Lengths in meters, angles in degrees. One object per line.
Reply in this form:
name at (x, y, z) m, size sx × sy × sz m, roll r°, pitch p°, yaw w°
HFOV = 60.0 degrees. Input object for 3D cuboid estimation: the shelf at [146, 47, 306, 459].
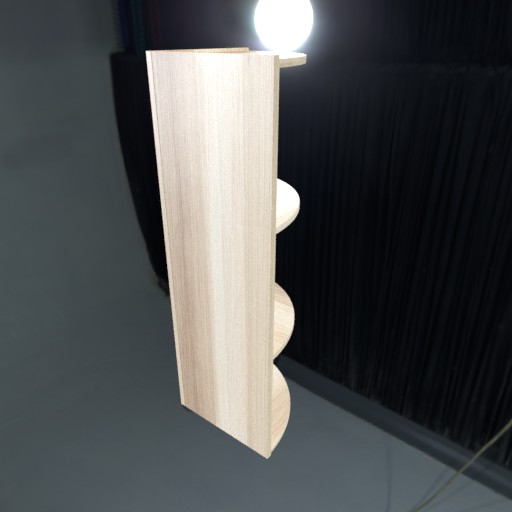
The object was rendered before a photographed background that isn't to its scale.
shelf at (0.000, 0.000, 1.036) m, size 0.290 × 0.872 × 0.290 m, roll 19°, pitch 32°, yaw 33°
